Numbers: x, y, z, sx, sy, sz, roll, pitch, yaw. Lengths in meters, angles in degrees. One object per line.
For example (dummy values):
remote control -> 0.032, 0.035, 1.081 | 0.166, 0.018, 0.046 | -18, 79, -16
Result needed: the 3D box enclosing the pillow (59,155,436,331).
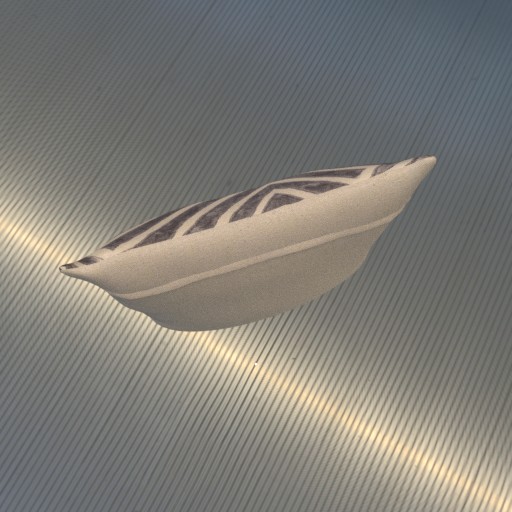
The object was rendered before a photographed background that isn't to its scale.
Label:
pillow -> 0.000, 0.000, 0.688 | 0.440, 0.441, 0.182 | -17, 77, -4
